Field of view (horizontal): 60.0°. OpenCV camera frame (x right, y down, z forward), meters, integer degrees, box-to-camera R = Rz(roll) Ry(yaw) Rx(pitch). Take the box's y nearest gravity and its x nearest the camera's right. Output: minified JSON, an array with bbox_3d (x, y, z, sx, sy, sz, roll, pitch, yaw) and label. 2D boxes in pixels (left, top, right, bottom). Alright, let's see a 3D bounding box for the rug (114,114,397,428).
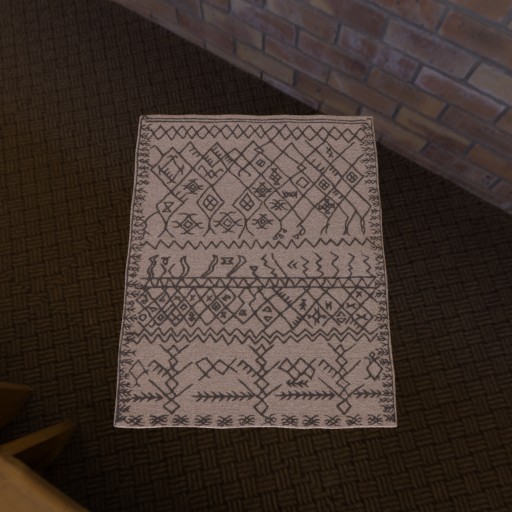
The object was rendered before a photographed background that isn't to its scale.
[{"bbox_3d":[0.000,0.000,3.370,1.964,0.025,2.455,0,74,0],"label":"rug"}]
